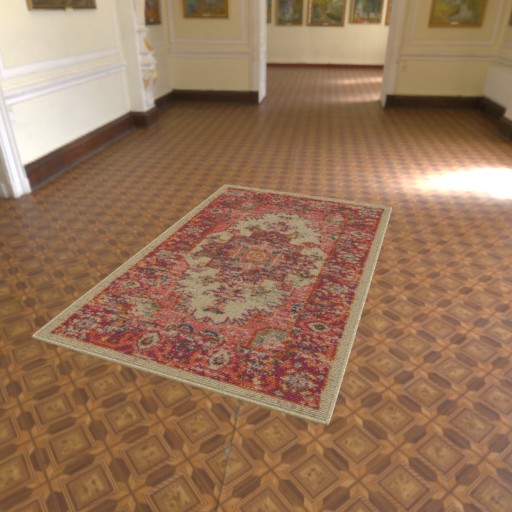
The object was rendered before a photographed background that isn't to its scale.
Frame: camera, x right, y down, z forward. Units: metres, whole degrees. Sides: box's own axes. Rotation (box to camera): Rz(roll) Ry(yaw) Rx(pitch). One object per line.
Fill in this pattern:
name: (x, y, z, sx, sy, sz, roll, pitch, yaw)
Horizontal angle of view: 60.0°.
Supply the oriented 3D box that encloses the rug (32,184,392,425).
rug: (0.000, 0.000, 1.080, 0.556, 0.004, 0.868, 11, 31, 18)
